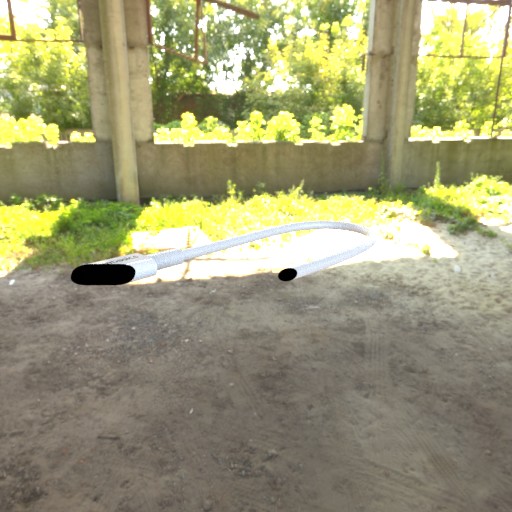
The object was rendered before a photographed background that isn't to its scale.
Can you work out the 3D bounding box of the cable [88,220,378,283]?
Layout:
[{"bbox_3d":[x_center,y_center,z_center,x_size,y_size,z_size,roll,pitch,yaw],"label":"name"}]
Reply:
[{"bbox_3d":[0.000,0.000,0.115,0.040,0.006,0.098,14,21,41],"label":"cable"}]
